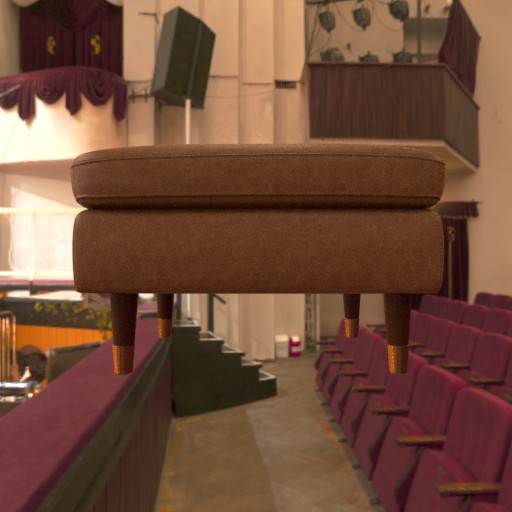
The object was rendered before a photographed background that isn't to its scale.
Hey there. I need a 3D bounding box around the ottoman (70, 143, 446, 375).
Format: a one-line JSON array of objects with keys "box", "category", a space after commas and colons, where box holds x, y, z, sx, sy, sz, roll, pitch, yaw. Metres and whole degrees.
[{"box": [0.000, 0.000, 1.102, 0.747, 0.478, 0.593, 0, -1, 0], "category": "ottoman"}]
